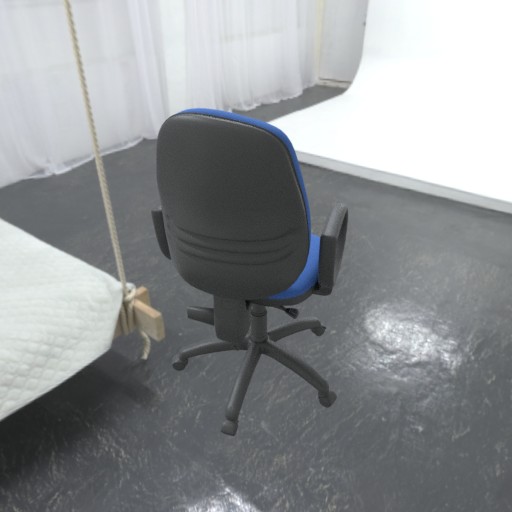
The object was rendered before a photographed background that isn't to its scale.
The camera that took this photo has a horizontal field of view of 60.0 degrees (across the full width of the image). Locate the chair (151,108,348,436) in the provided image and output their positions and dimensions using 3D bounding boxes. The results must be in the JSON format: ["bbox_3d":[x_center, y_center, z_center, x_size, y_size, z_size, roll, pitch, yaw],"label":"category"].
[{"bbox_3d":[0.000,0.000,1.241,0.552,0.905,0.549,10,33,15],"label":"chair"}]
